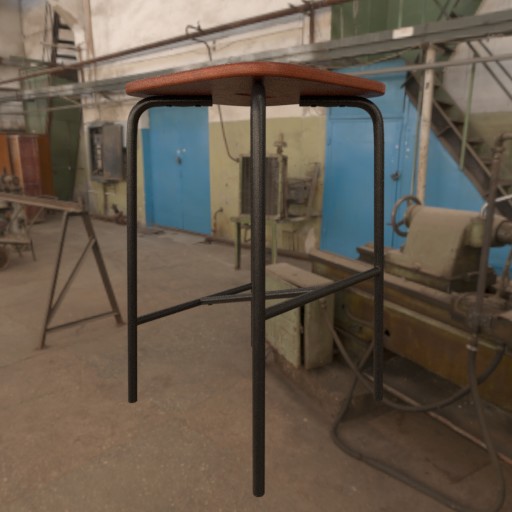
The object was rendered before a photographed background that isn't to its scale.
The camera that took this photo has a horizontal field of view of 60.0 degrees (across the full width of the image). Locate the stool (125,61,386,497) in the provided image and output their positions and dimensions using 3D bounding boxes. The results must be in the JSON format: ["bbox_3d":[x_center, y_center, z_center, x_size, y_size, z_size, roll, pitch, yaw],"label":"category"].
[{"bbox_3d":[0.000,0.000,0.840,0.376,0.610,0.376,13,19,42],"label":"stool"}]
